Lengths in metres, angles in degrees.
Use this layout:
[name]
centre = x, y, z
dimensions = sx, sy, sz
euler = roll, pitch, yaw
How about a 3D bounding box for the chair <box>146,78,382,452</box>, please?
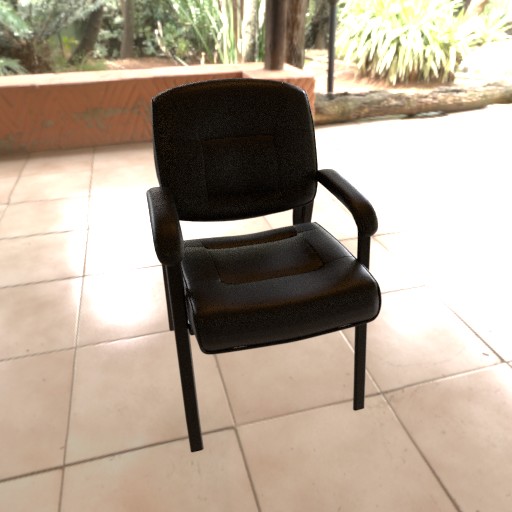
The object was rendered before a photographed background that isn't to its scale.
[chair]
centre = 0.000, 0.000, 1.324
dimensions = 0.591, 0.910, 0.668
euler = -9, 32, -14
